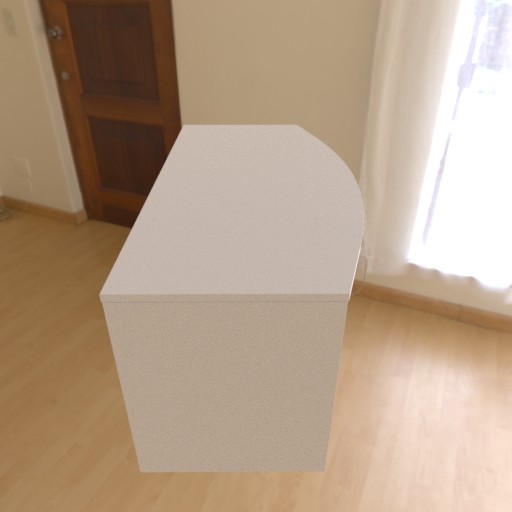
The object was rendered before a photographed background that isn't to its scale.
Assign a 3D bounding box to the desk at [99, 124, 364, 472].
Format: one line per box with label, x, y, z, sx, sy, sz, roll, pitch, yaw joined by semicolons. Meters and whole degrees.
desk;0.000;0.000;2.000;0.802;0.750;1.600;0;31;0
